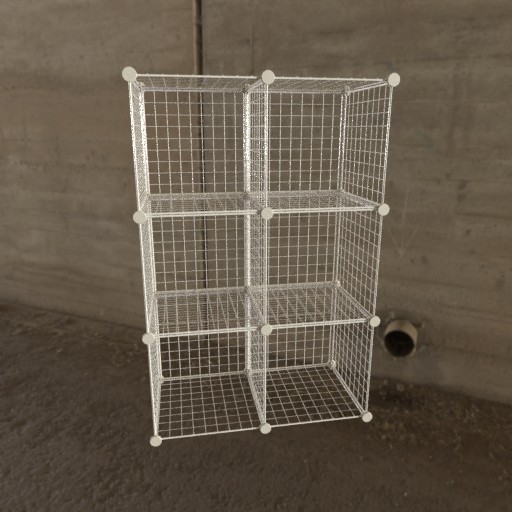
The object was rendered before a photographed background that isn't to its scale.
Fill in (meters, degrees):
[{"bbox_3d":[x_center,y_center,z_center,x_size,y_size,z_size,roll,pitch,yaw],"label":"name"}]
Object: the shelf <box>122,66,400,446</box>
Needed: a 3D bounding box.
[{"bbox_3d":[0.000,0.000,1.423,0.711,1.067,0.356,-3,16,-10],"label":"shelf"}]
